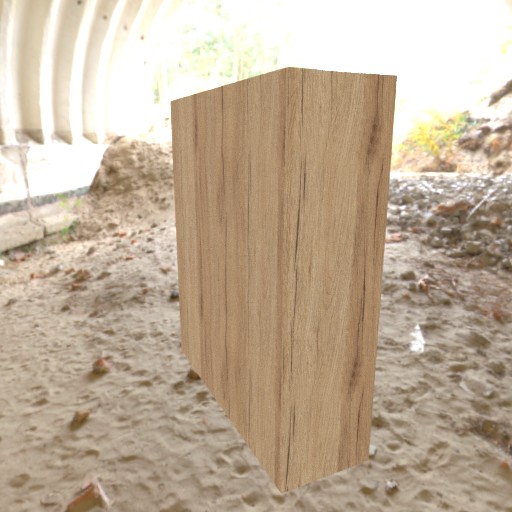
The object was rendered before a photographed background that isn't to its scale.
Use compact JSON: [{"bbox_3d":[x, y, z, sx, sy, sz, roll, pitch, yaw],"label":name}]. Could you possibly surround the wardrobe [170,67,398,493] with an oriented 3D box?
[{"bbox_3d":[0.000,0.000,2.957,0.580,2.070,1.810,-7,16,-25],"label":"wardrobe"}]
